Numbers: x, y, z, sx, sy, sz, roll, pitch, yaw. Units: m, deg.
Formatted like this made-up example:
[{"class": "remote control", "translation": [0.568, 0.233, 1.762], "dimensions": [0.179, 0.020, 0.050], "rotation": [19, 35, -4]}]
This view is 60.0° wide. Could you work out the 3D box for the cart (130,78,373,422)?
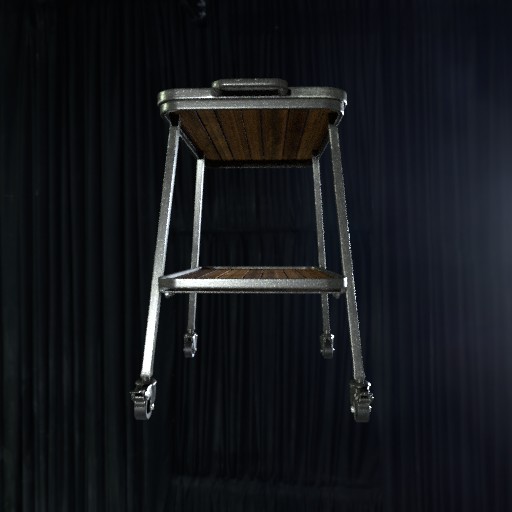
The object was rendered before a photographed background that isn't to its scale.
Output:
[{"class": "cart", "translation": [0.000, 0.000, 1.255], "dimensions": [0.515, 0.700, 0.806], "rotation": [0, 1, 2]}]
